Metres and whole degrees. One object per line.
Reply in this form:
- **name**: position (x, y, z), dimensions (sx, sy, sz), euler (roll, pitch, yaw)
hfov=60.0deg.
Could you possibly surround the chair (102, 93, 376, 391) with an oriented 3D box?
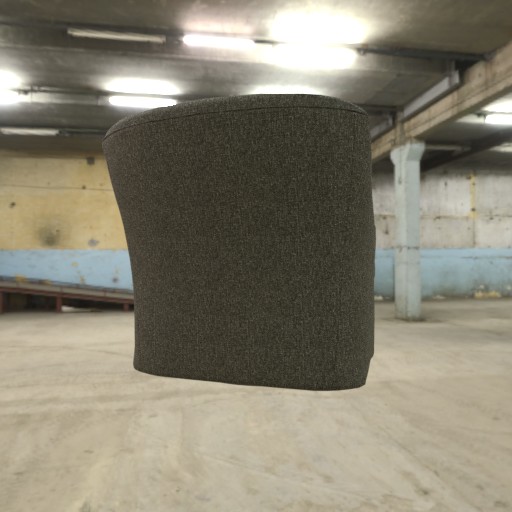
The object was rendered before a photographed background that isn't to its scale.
- **chair**: position (0.000, 0.000, 1.617), dimensions (0.864, 0.856, 0.923), euler (0, -1, 19)
